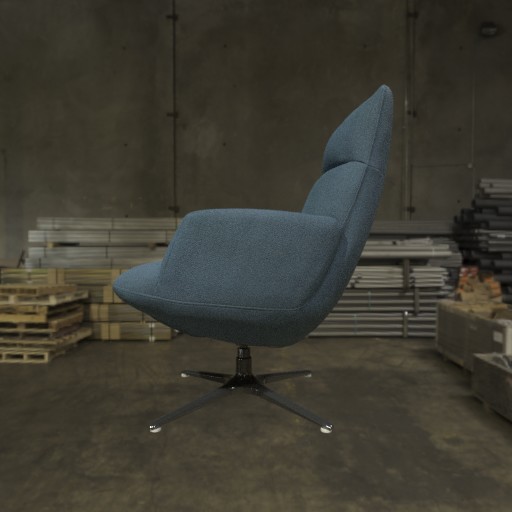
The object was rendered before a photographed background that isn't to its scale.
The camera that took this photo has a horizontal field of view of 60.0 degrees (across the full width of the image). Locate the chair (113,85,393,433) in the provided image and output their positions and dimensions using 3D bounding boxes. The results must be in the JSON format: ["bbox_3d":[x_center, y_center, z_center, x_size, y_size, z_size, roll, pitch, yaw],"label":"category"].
[{"bbox_3d":[0.000,0.000,1.558,0.889,1.016,0.711,0,2,0],"label":"chair"}]
